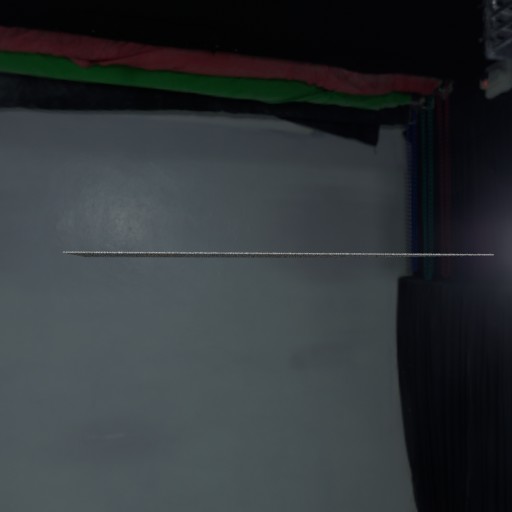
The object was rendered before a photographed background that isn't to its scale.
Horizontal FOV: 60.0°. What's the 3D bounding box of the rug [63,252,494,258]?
[{"bbox_3d":[0.000,0.000,4.066,3.035,0.008,2.425,0,-1,-18],"label":"rug"}]
